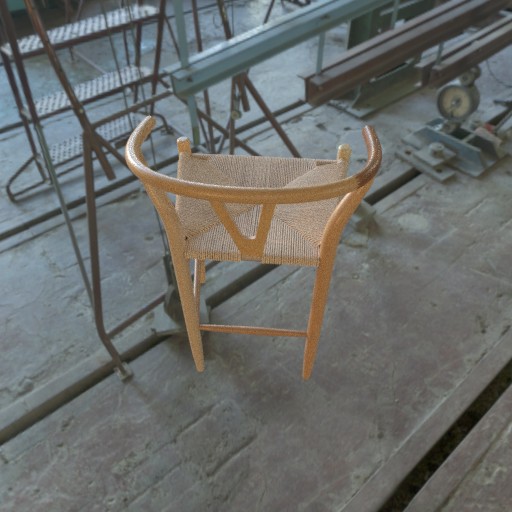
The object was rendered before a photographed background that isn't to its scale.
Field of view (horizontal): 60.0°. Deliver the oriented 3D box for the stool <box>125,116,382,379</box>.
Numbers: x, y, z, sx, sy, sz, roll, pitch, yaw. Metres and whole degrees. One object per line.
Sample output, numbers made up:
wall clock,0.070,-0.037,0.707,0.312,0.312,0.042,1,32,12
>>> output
stool,0.000,0.000,1.275,0.536,0.923,0.575,3,47,3
